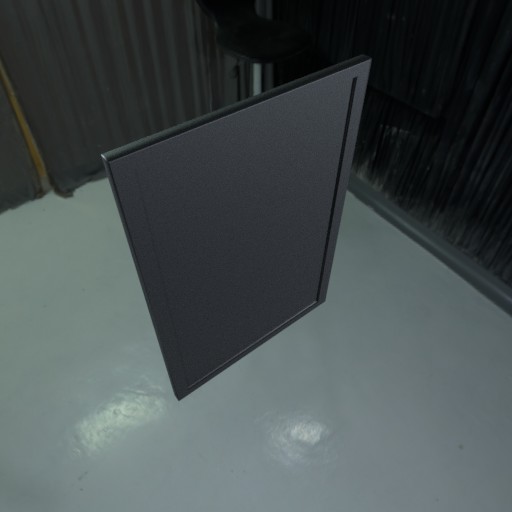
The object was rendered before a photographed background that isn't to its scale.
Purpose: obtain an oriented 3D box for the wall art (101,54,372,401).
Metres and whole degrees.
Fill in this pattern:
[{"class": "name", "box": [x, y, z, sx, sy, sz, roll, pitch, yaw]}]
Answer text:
[{"class": "wall art", "box": [0.000, 0.000, 0.571, 0.303, 0.431, 0.013, -30, 54, -24]}]
